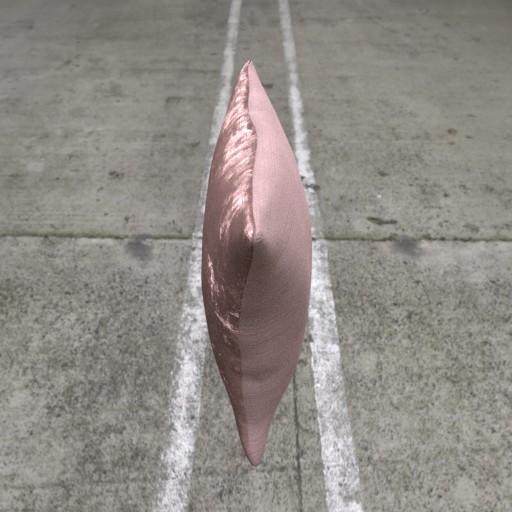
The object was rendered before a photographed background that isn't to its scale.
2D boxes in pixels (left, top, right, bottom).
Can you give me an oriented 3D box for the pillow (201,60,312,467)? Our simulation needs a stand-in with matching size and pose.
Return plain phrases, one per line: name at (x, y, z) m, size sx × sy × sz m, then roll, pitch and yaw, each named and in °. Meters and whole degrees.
pillow at (0.000, 0.000, 0.713) m, size 0.175 × 0.464 × 0.470 m, roll 0°, pitch 41°, yaw 0°
